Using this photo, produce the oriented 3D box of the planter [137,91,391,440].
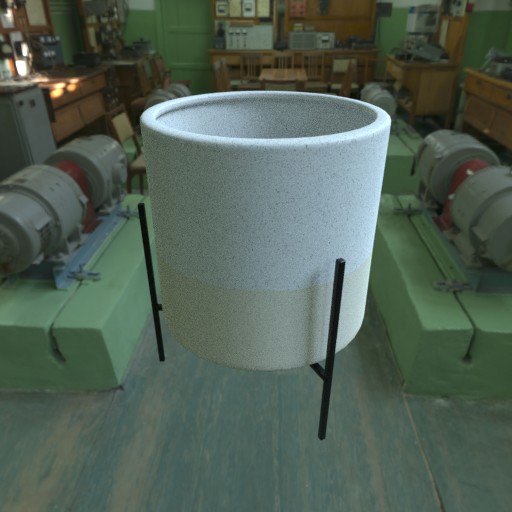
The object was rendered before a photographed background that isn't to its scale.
[{"bbox_3d":[0.000,0.000,0.663,0.335,0.423,0.313,1,29,1],"label":"planter"}]
